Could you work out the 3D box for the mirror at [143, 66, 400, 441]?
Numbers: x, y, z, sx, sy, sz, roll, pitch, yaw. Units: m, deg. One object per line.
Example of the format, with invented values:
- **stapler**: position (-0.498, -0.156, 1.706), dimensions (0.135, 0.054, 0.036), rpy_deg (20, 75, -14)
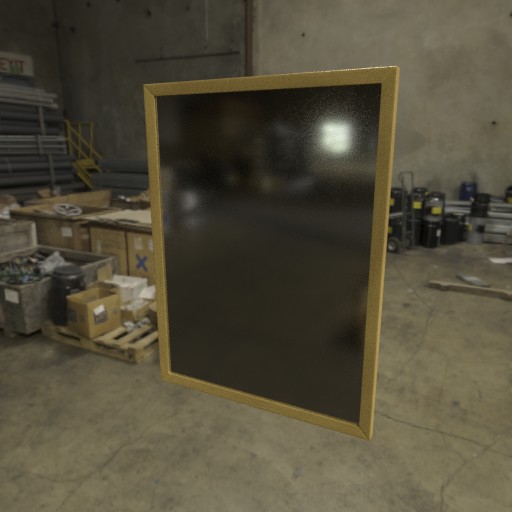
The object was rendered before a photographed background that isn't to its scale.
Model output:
- **mirror**: position (0.000, 0.000, 1.348), dimensions (0.762, 1.016, 0.040), rpy_deg (7, 16, 26)
